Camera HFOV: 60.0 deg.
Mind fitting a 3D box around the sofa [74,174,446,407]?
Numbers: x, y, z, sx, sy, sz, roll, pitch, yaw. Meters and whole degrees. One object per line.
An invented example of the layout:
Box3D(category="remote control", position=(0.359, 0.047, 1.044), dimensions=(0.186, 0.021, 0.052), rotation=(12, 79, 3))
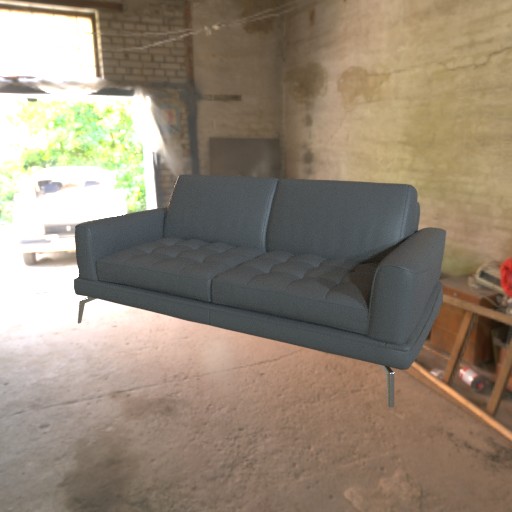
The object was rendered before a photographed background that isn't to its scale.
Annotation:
Box3D(category="sofa", position=(0.000, 0.000, 2.808), dimensions=(2.177, 0.930, 1.121), rotation=(8, 16, 28))
